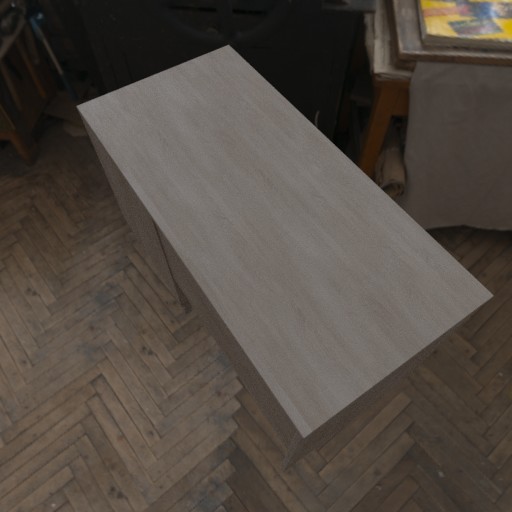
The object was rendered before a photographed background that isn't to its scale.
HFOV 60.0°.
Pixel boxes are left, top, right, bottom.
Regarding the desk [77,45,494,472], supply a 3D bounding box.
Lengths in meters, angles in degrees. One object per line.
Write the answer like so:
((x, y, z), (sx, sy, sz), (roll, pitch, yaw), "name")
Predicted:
((0.000, 0.000, 1.624), (0.600, 0.770, 1.251), (-30, 63, -17), "desk")
